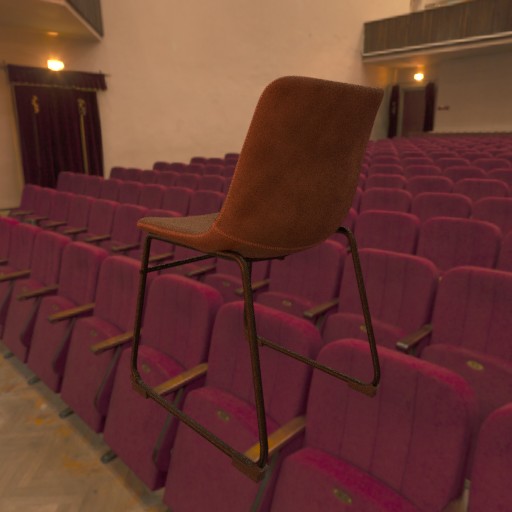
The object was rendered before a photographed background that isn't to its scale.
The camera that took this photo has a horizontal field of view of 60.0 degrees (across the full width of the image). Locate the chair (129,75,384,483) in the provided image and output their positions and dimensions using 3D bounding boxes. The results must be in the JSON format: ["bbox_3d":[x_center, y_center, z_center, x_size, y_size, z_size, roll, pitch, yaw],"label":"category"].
[{"bbox_3d":[0.000,0.000,1.113,0.460,0.780,0.551,-14,21,-43],"label":"chair"}]
